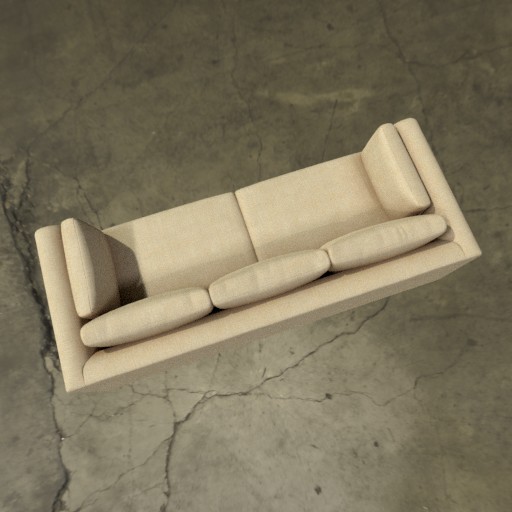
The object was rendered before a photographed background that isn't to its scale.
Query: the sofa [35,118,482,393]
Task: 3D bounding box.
[{"bbox_3d":[0.000,0.000,2.851,2.415,0.867,0.969,-18,75,-5],"label":"sofa"}]
